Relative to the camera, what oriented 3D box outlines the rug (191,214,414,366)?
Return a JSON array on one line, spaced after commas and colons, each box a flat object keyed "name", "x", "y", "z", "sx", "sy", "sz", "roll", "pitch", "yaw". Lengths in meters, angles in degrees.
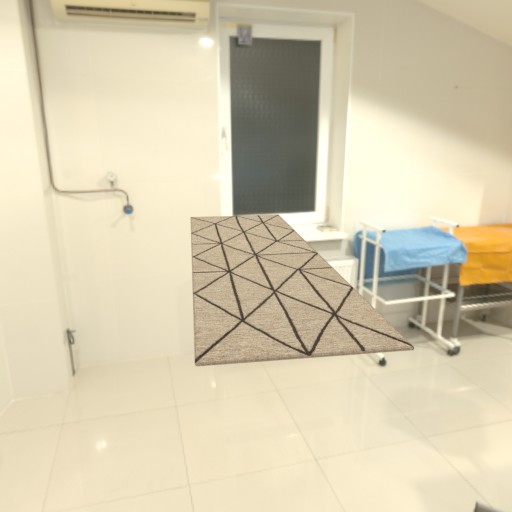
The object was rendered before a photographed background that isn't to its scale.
[{"name": "rug", "x": 0.000, "y": 0.000, "z": 2.652, "sx": 0.762, "sy": 0.012, "sz": 2.438, "roll": -2, "pitch": 17, "yaw": -8}]
